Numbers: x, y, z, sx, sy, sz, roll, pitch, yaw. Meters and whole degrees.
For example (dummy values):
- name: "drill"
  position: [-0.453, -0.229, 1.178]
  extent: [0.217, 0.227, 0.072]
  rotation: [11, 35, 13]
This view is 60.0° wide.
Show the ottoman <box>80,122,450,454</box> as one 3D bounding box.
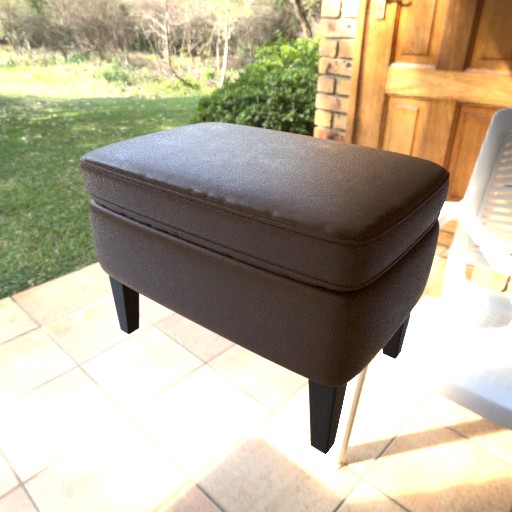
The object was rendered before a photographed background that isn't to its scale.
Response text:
- name: "ottoman"
  position: [0.000, 0.000, 0.972]
  extent: [0.670, 0.480, 0.420]
  rotation: [20, 35, 33]
